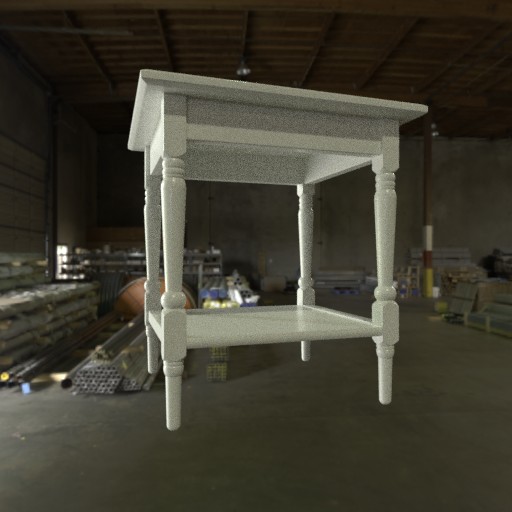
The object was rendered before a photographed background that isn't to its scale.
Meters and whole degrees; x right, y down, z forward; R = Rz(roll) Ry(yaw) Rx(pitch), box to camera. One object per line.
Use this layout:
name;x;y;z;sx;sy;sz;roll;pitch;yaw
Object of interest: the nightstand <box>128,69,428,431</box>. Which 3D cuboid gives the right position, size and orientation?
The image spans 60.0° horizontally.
nightstand;0.000;0.000;0.942;0.505;0.555;0.459;0;0;-18
